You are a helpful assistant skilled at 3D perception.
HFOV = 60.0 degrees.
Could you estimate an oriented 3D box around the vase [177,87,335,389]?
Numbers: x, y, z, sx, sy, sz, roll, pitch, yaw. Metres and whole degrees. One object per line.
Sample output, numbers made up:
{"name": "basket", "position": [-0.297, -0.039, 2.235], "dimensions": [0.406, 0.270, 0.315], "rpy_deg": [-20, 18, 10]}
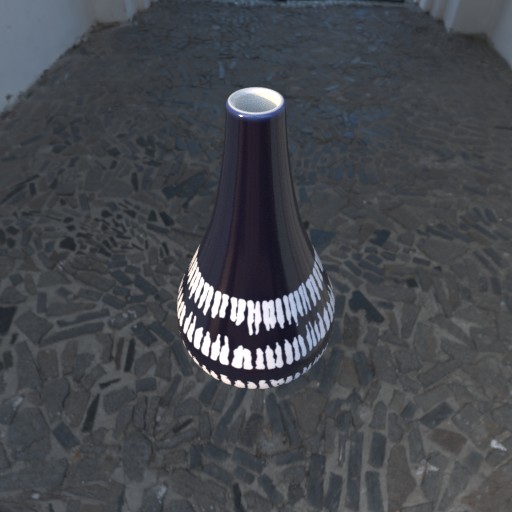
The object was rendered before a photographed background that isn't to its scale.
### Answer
{"name": "vase", "position": [0.000, 0.000, 0.394], "dimensions": [0.159, 0.295, 0.159], "rpy_deg": [0, 47, 0]}
